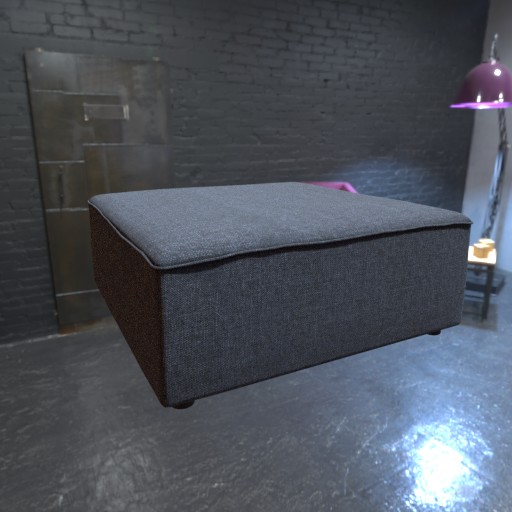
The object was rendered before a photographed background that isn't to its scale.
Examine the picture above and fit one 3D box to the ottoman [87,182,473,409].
[{"bbox_3d":[0.000,0.000,1.599,1.017,0.423,1.023,-8,18,-26],"label":"ottoman"}]
